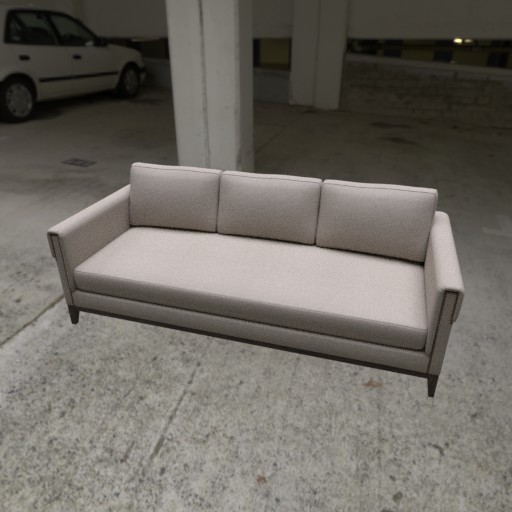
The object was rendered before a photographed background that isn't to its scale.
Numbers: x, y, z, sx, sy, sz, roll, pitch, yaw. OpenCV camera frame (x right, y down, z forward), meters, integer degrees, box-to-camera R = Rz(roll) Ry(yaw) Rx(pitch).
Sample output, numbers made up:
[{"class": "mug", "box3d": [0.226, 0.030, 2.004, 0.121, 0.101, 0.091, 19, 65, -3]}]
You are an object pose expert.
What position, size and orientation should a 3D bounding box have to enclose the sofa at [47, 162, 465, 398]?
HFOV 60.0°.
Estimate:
[{"class": "sofa", "box3d": [0.000, 0.000, 2.727, 2.210, 0.838, 0.959, 8, 28, 15]}]
